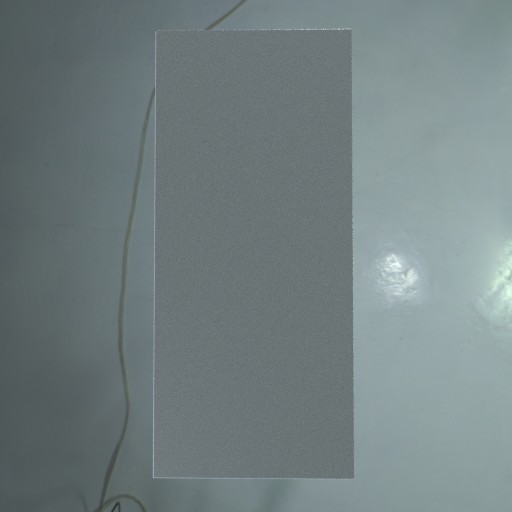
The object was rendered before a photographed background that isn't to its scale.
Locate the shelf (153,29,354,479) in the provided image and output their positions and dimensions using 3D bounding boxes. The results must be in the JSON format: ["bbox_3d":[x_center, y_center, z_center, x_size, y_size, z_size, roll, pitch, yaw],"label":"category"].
[{"bbox_3d":[0.000,0.000,1.249,0.396,0.732,0.895,0,89,1],"label":"shelf"}]
